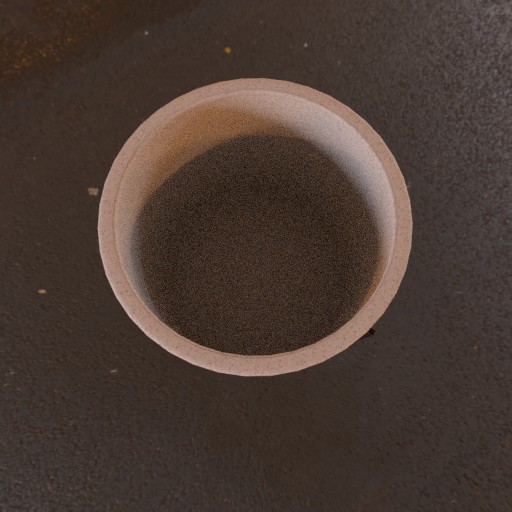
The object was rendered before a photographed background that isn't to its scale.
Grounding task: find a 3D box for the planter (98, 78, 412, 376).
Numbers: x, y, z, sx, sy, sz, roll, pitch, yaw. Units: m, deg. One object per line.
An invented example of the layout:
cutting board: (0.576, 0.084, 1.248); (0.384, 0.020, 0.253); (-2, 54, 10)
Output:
planter: (0.000, 0.000, 0.641); (0.313, 0.423, 0.335); (6, 75, 2)
